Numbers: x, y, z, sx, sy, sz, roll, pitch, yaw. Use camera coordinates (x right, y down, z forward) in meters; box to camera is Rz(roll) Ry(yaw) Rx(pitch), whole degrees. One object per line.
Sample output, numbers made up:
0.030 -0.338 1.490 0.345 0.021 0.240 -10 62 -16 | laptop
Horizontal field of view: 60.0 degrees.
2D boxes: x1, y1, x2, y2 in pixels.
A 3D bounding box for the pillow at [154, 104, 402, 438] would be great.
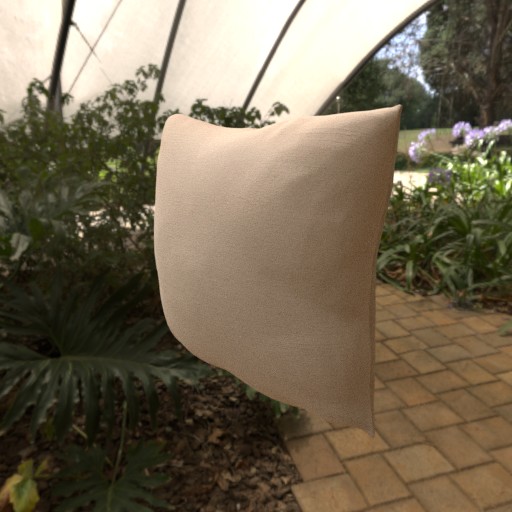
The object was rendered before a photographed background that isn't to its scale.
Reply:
0.000 0.000 0.711 0.450 0.448 0.245 15 21 43 | pillow
